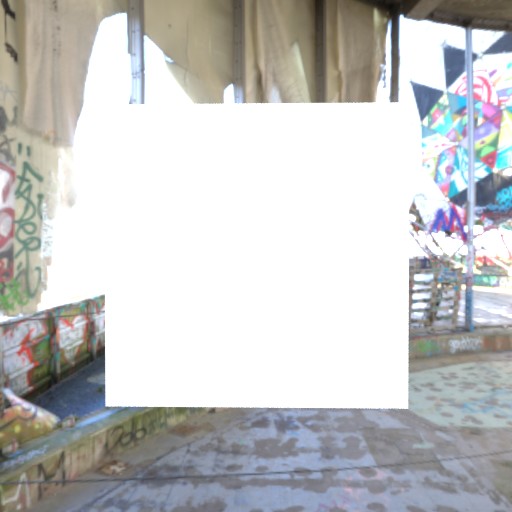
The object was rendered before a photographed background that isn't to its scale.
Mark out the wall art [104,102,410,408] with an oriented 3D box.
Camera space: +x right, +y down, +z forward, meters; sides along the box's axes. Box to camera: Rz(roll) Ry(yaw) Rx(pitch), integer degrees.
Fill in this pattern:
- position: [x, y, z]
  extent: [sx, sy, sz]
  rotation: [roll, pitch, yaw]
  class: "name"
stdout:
- position: [0.000, 0.000, 0.531]
  extent: [0.355, 0.355, 0.027]
  rotation: [0, 1, 1]
  class: "wall art"
